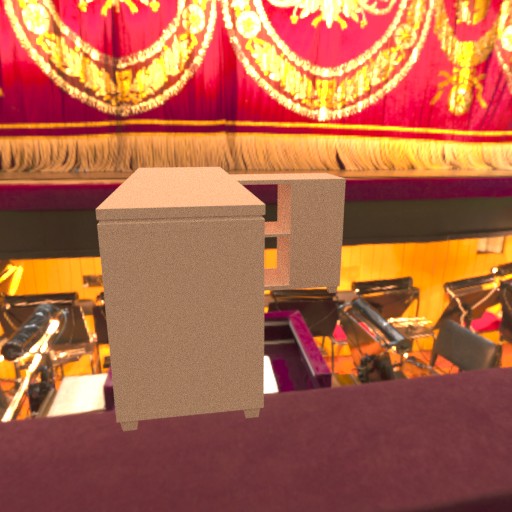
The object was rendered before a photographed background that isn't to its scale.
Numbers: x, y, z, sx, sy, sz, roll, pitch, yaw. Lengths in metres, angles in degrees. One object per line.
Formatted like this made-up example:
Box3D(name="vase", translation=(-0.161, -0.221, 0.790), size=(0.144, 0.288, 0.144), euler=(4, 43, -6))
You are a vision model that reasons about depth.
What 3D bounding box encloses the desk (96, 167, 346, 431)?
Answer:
Box3D(name="desk", translation=(0.000, 0.000, 2.201), size=(1.199, 0.759, 1.524), euler=(-3, 16, -9))
